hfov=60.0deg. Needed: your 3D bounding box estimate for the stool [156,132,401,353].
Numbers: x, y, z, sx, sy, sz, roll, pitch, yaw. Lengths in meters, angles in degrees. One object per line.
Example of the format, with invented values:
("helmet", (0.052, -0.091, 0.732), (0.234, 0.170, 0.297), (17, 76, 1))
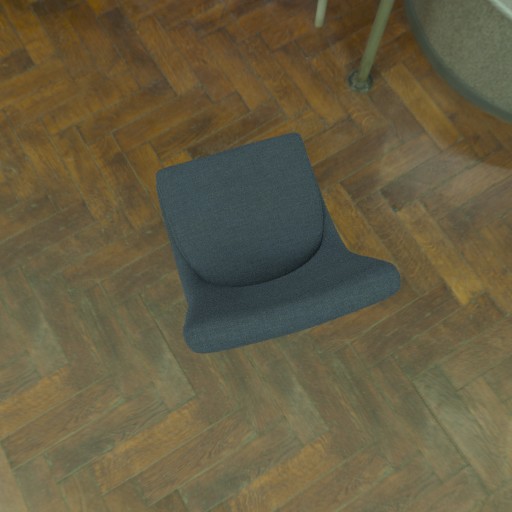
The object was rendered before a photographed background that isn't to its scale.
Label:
("stool", (0.000, 0.000, 1.375), (0.470, 1.078, 0.577), (-16, 76, -4))
